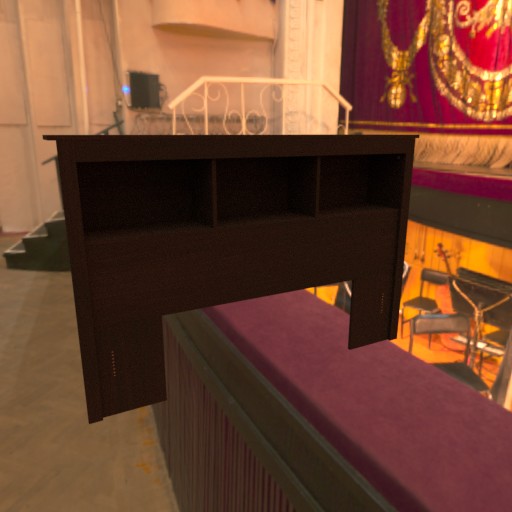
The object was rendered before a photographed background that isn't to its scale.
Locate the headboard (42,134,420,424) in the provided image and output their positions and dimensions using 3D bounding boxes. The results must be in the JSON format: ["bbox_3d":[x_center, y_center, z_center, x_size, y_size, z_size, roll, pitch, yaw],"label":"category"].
[{"bbox_3d":[0.000,0.000,2.069,1.671,1.092,0.279,-8,17,-27],"label":"headboard"}]
